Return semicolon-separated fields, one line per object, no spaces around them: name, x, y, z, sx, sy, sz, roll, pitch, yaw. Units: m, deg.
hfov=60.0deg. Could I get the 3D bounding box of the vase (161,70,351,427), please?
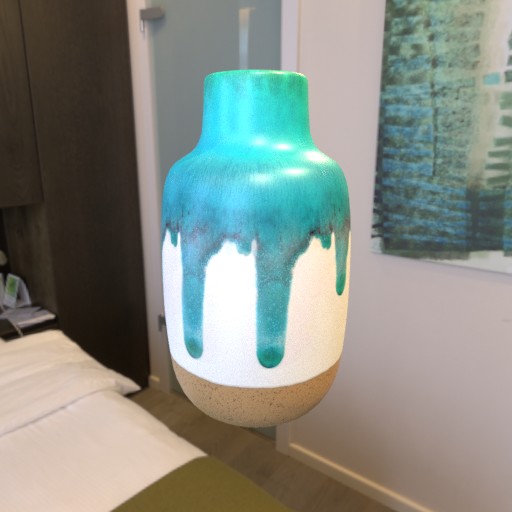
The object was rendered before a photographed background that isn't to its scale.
vase;0.000;0.000;0.253;0.106;0.192;0.106;0;15;0
